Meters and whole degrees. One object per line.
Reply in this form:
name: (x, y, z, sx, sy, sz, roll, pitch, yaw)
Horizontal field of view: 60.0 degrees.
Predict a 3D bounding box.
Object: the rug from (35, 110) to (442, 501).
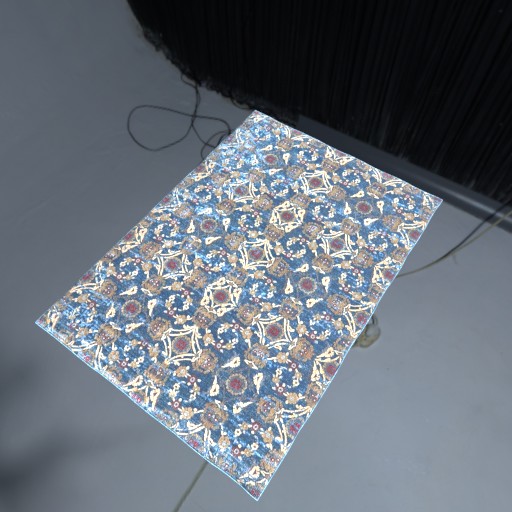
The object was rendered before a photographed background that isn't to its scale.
rug: (0.000, 0.000, 2.791, 1.567, 0.014, 2.207, 31, 63, 18)
